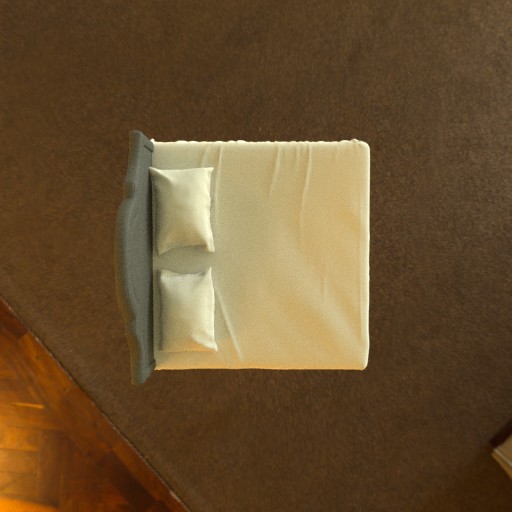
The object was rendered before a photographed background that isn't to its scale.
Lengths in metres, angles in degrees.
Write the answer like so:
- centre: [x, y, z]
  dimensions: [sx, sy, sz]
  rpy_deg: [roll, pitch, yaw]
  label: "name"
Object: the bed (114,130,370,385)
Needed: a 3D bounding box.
- centre: [0.000, 0.000, 3.831]
  dimensions: [2.222, 1.631, 2.303]
  rpy_deg: [0, 92, 0]
  label: "bed"
